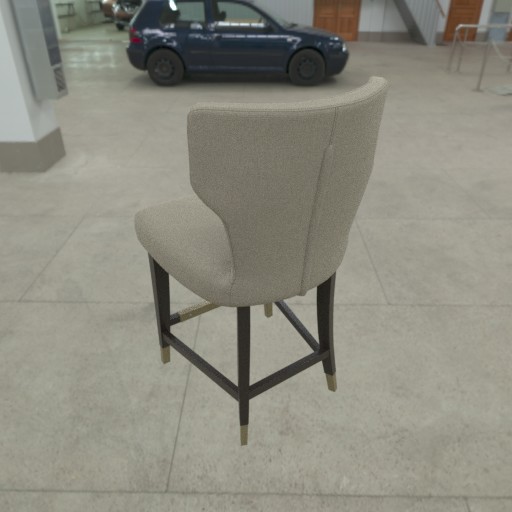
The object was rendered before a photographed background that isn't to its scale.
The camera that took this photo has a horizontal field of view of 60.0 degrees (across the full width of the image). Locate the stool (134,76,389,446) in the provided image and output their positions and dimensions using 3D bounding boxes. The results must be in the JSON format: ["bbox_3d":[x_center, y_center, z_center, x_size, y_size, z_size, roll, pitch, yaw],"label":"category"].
[{"bbox_3d":[0.000,0.000,1.294,0.527,0.982,0.563,-20,36,-29],"label":"stool"}]
